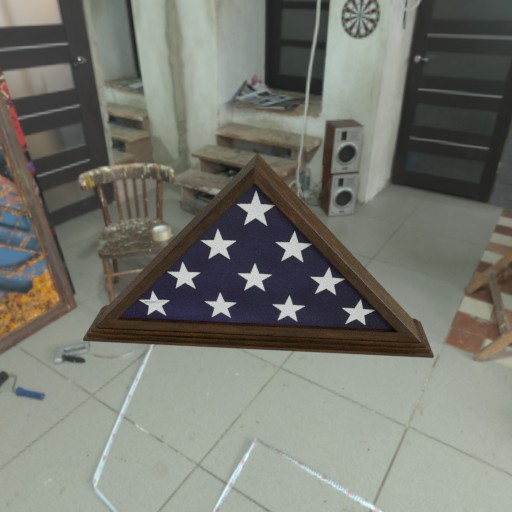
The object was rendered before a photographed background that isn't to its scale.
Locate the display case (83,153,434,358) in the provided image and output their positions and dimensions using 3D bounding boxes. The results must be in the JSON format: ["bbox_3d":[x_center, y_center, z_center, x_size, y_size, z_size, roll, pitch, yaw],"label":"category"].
[{"bbox_3d":[0.000,0.000,0.763,0.640,0.340,0.095,2,31,3],"label":"display case"}]
